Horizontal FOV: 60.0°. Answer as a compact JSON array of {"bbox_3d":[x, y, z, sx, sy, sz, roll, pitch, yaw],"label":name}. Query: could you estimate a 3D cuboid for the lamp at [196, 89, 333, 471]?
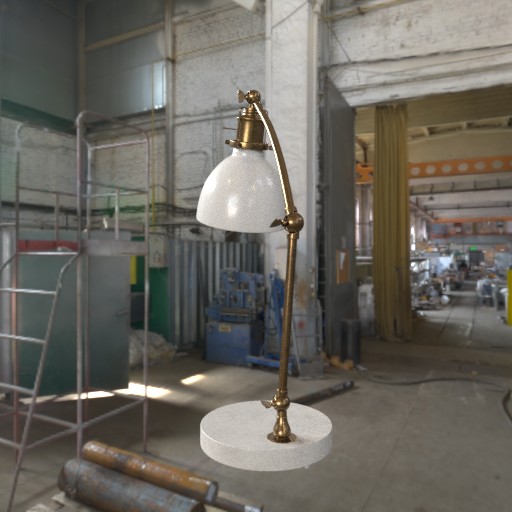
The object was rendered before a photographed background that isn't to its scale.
[{"bbox_3d":[0.000,0.000,0.674,0.186,0.522,0.317,0,0,-18],"label":"lamp"}]
